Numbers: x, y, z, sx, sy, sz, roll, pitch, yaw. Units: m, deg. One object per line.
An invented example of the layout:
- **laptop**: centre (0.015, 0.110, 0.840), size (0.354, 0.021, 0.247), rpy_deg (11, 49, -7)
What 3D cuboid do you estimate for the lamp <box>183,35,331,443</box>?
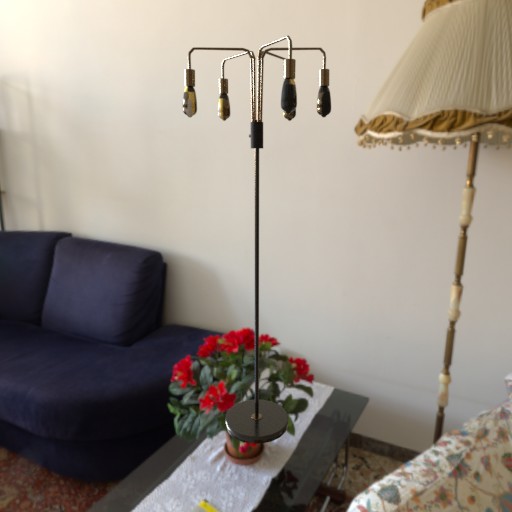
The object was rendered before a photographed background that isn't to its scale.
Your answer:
- **lamp**: centre (0.000, 0.000, 1.985), size (0.599, 1.721, 0.572), rpy_deg (-2, 14, -8)
